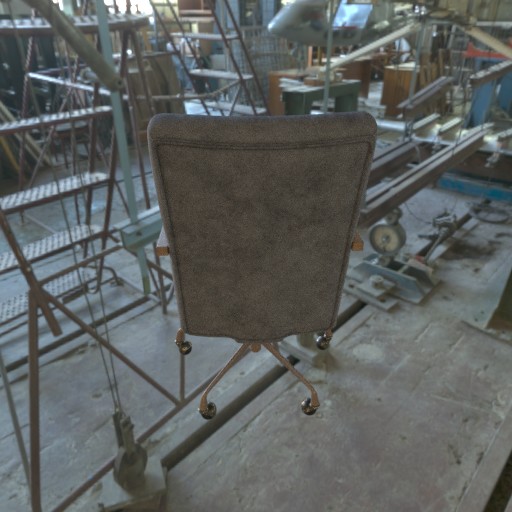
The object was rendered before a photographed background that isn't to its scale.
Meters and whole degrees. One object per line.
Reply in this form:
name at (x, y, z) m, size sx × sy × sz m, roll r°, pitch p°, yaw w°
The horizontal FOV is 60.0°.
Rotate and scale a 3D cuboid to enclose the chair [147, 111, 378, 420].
chair at (0.000, 0.000, 1.458) m, size 0.640 × 1.029 × 0.741 m, roll -1°, pitch 29°, yaw -3°
